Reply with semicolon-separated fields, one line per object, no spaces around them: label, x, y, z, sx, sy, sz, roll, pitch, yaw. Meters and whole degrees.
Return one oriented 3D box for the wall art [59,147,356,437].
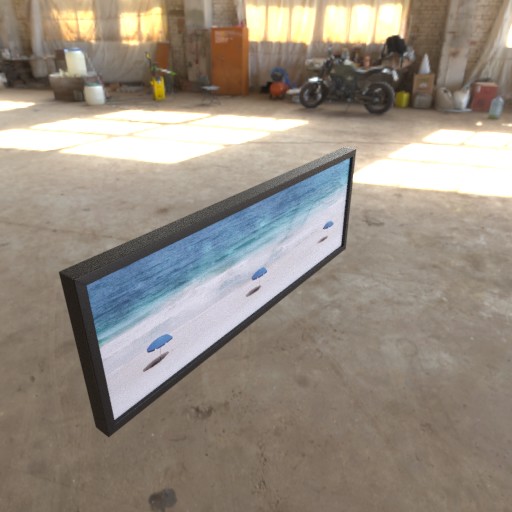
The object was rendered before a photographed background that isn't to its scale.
wall art;0.000;0.000;0.976;0.037;0.303;0.860;19;33;32
